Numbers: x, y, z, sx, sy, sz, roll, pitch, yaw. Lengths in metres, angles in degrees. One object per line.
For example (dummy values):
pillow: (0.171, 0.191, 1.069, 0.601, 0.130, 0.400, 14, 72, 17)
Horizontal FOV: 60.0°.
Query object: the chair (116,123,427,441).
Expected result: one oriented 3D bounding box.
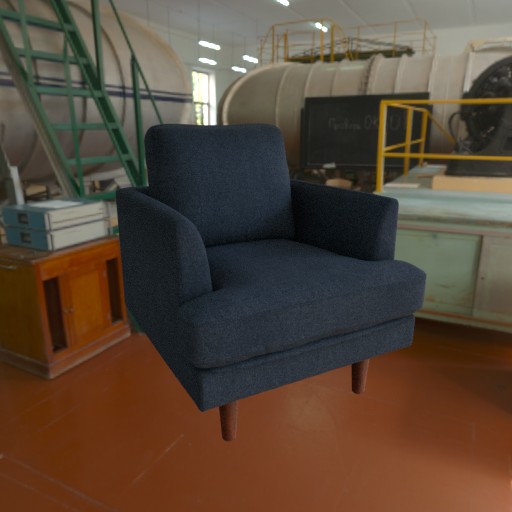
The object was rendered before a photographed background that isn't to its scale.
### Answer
chair: (0.000, 0.000, 1.656, 0.858, 0.957, 0.899, -9, 18, -28)
